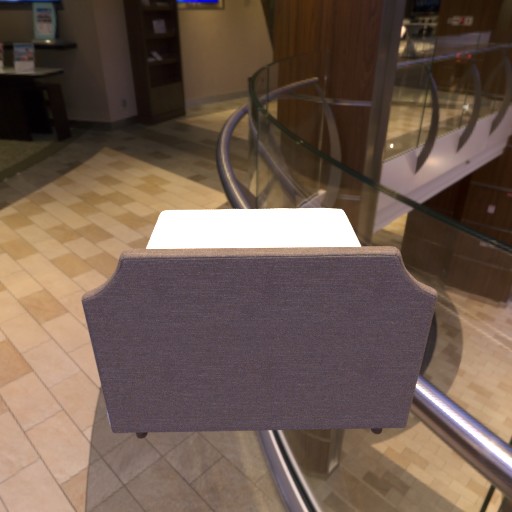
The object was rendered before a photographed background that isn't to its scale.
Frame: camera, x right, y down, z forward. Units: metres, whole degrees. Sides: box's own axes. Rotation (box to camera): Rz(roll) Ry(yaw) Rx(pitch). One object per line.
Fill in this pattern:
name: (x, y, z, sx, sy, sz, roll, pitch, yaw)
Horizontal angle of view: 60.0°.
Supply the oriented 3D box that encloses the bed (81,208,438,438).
bed: (0.000, 0.000, 4.152, 2.350, 1.590, 2.773, -1, 29, -1)
